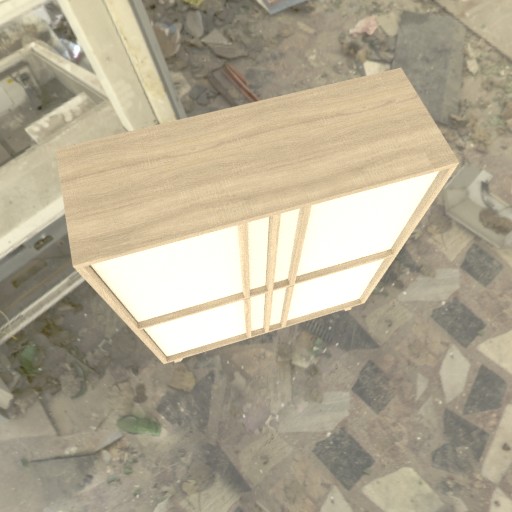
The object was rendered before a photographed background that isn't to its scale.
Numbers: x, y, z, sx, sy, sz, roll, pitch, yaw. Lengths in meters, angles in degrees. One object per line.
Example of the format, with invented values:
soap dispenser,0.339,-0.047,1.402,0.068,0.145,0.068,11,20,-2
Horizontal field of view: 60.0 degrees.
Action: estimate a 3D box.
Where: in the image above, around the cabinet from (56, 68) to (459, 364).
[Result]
cabinet,0.000,0.000,1.920,1.111,1.388,0.398,-16,66,-7
